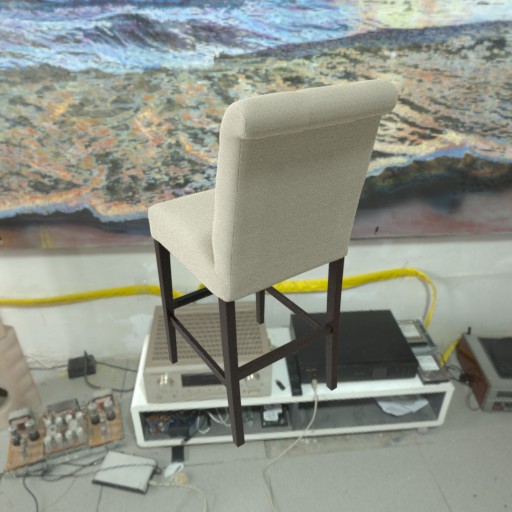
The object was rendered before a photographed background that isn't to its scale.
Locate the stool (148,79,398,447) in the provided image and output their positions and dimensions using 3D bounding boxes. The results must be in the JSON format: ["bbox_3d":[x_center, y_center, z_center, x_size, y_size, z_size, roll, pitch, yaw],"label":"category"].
[{"bbox_3d":[0.000,0.000,1.451,0.482,1.118,0.610,-20,35,-30],"label":"stool"}]
